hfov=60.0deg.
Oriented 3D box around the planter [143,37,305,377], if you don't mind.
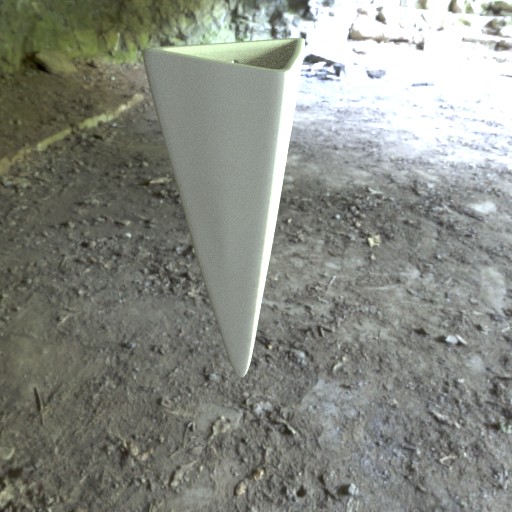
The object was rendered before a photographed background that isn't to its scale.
[{"bbox_3d":[0.000,0.000,0.392,0.143,0.338,0.065,-21,37,-32],"label":"planter"}]
